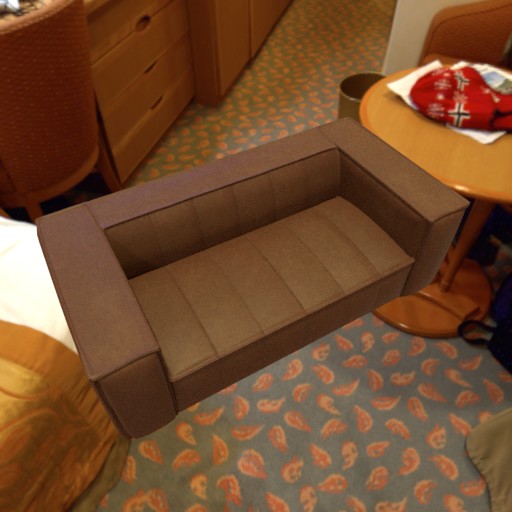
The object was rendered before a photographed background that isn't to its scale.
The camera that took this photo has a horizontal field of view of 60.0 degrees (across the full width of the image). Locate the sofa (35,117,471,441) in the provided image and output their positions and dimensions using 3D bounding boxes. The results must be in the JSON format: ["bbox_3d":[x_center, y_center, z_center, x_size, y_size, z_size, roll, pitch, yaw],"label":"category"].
[{"bbox_3d":[0.000,0.000,2.555,2.088,0.703,1.102,-23,51,-20],"label":"sofa"}]
